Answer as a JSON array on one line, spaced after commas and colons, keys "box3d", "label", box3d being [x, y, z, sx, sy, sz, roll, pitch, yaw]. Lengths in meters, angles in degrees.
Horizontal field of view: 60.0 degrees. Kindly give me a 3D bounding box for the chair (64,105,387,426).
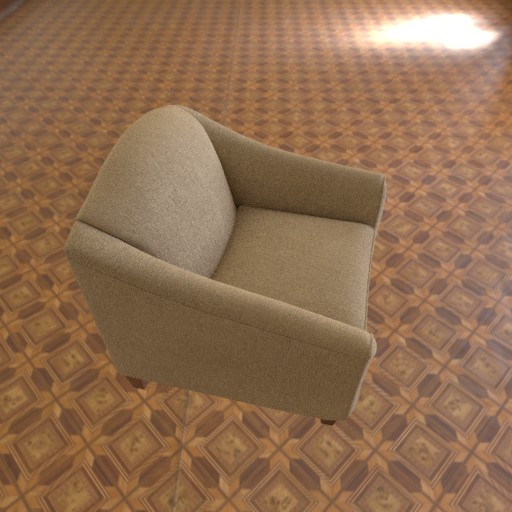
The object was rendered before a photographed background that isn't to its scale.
[{"box3d": [0.000, 0.000, 1.460, 0.787, 0.839, 0.763, 10, 46, 10], "label": "chair"}]
